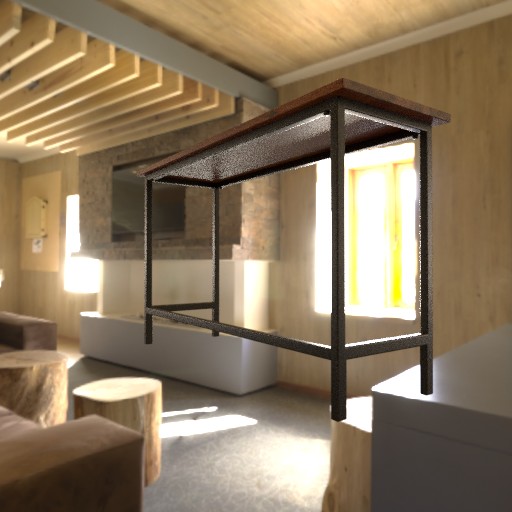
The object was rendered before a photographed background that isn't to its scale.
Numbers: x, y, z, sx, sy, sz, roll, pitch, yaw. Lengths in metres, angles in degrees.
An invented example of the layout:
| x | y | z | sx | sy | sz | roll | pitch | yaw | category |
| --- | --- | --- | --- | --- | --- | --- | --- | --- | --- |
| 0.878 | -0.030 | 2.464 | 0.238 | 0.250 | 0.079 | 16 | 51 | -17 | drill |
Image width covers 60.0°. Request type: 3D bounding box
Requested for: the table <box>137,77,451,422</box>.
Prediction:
| x | y | z | sx | sy | sz | roll | pitch | yaw | category |
| --- | --- | --- | --- | --- | --- | --- | --- | --- | --- |
| 0.000 | 0.000 | 1.537 | 0.408 | 0.740 | 1.204 | 0 | -1 | -35 | table |
